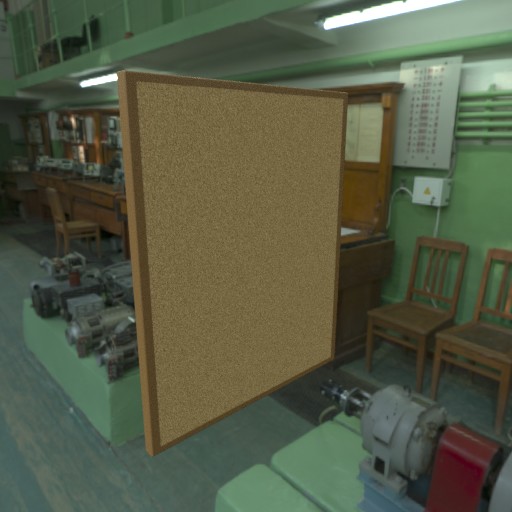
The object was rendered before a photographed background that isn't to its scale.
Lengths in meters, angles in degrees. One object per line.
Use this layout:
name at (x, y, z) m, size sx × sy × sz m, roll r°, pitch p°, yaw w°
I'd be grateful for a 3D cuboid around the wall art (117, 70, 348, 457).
wall art at (0.000, 0.000, 0.757) m, size 0.449 × 0.550 × 0.021 m, roll -14°, pitch 21°, yaw -41°
